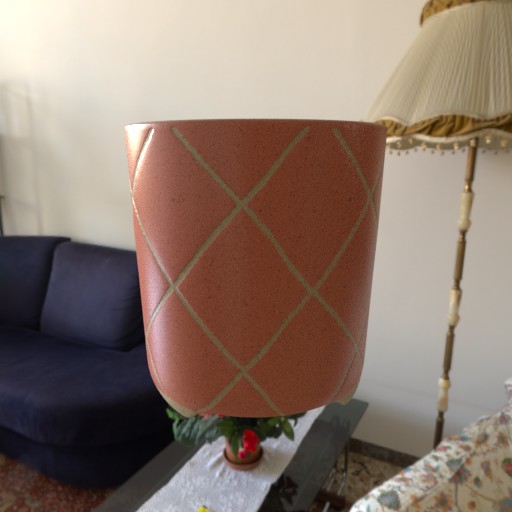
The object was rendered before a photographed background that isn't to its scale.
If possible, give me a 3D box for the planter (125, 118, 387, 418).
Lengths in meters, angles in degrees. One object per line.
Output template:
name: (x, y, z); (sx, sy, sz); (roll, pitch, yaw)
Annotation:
planter: (0.000, 0.000, 0.357); (0.191, 0.200, 0.191); (0, 13, 0)
